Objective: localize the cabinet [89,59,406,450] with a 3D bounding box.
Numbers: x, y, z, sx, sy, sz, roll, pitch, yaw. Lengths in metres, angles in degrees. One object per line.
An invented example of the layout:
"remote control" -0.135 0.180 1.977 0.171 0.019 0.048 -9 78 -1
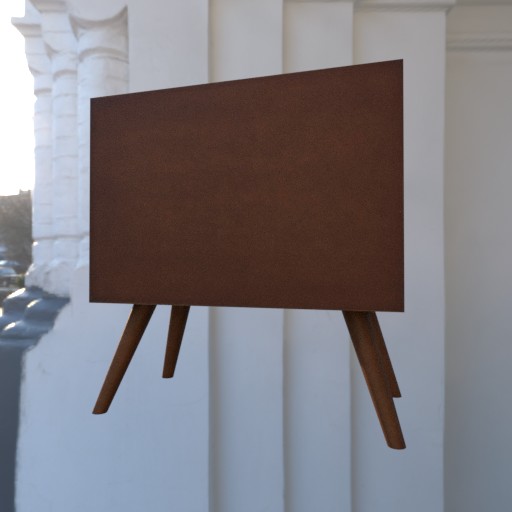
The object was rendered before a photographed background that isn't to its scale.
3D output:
"cabinet" 0.000 0.000 1.132 0.712 0.748 0.388 0 -1 17
